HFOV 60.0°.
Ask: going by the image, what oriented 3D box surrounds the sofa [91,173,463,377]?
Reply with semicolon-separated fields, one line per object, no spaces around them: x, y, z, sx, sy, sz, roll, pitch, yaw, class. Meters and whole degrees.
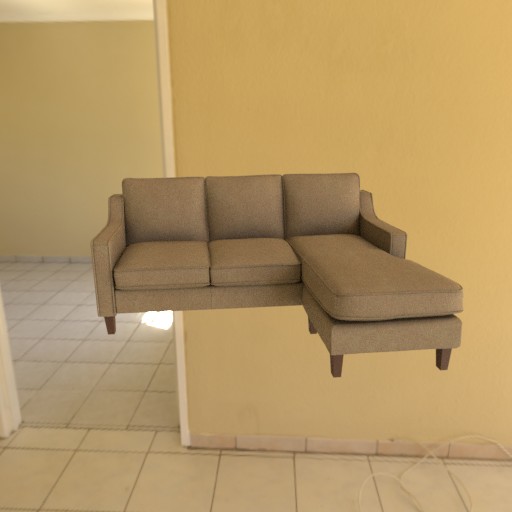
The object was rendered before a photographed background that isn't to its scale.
0.000;0.000;3.308;2.317;1.081;1.858;-2;16;-7;sofa
